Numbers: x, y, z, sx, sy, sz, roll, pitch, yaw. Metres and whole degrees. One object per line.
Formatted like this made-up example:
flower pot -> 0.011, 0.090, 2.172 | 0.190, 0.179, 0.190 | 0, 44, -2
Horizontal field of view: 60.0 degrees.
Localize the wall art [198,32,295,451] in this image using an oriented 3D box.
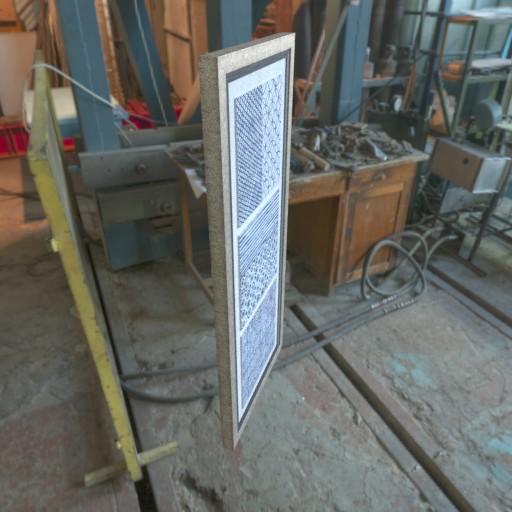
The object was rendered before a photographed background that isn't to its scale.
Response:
wall art -> 0.000, 0.000, 1.672 | 0.051, 1.461, 0.648 | 11, 33, 17
